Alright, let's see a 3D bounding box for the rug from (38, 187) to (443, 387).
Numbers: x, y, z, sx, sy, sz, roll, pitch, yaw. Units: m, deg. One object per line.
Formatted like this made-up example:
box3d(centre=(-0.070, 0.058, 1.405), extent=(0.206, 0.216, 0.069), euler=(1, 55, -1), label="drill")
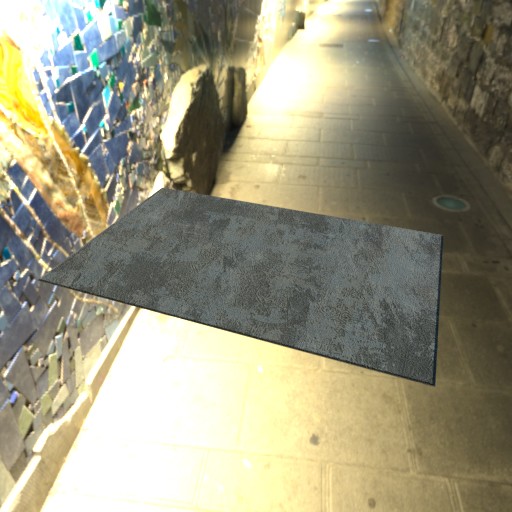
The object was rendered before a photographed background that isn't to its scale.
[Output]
box3d(centre=(0.000, 0.000, 3.095), extent=(2.431, 0.012, 1.536), euler=(12, 35, 17), label="rug")
